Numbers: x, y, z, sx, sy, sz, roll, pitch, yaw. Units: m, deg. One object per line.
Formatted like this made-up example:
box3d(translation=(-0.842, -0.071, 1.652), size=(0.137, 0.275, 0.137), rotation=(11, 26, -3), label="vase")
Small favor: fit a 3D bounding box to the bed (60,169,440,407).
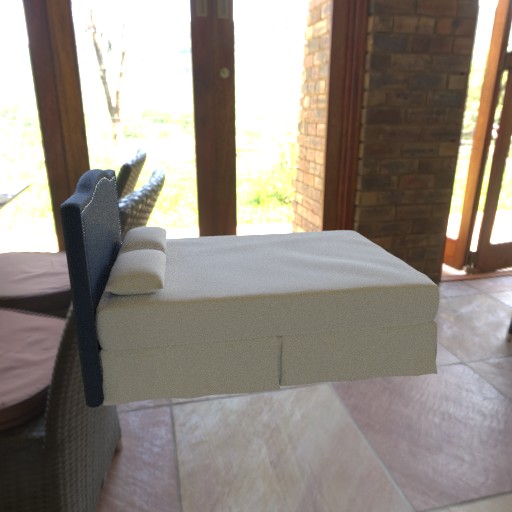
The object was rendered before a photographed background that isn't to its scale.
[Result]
box3d(translation=(0.000, 0.000, 3.631), size=(2.507, 1.441, 1.741), rotation=(-3, 18, -10), label="bed")
